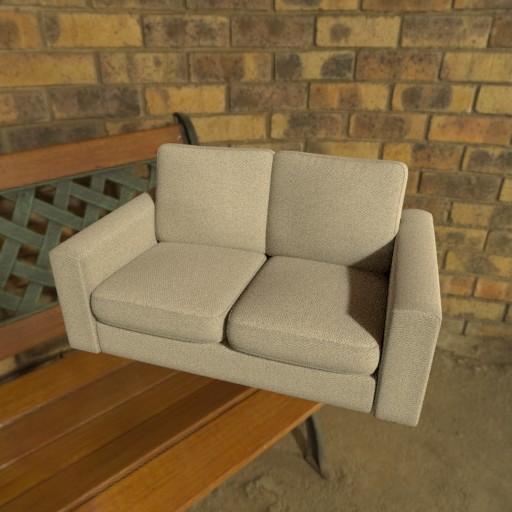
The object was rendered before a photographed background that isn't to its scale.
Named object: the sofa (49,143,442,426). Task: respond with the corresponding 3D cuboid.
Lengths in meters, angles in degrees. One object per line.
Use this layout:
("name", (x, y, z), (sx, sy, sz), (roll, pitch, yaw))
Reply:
("sofa", (0.000, 0.000, 2.151), (1.616, 0.873, 1.016), (8, 28, 16))
